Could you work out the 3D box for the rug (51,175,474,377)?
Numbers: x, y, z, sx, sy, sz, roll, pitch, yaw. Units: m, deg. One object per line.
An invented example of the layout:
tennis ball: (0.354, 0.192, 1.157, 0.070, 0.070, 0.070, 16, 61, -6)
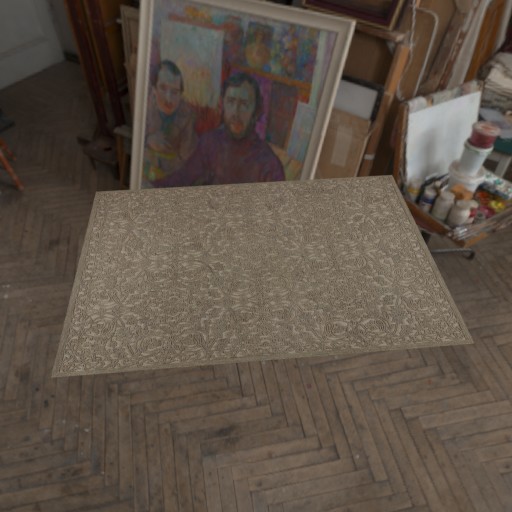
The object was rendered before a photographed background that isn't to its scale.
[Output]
rug: (0.000, 0.000, 2.317, 1.827, 0.006, 1.221, -4, 47, -4)
